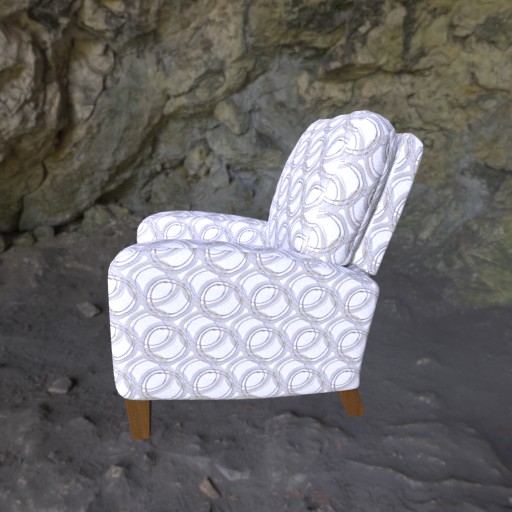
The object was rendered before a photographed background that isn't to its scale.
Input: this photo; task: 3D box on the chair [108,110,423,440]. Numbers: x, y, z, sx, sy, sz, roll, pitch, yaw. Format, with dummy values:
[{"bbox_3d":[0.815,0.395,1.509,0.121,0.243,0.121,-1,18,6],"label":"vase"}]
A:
[{"bbox_3d":[0.000,0.000,1.746,0.995,1.065,0.796,-2,14,-7],"label":"chair"}]
